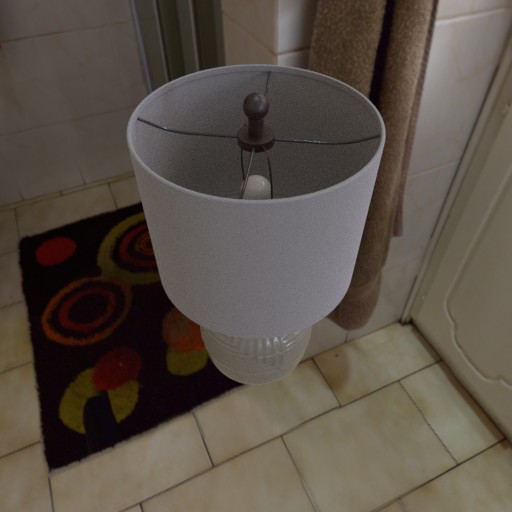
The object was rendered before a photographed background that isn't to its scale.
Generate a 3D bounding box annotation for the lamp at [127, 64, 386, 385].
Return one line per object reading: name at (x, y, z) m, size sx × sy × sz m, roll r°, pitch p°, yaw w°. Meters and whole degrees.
lamp at (0.000, 0.000, 0.735) m, size 0.318 × 0.567 × 0.318 m, roll 0°, pitch 47°, yaw 0°
